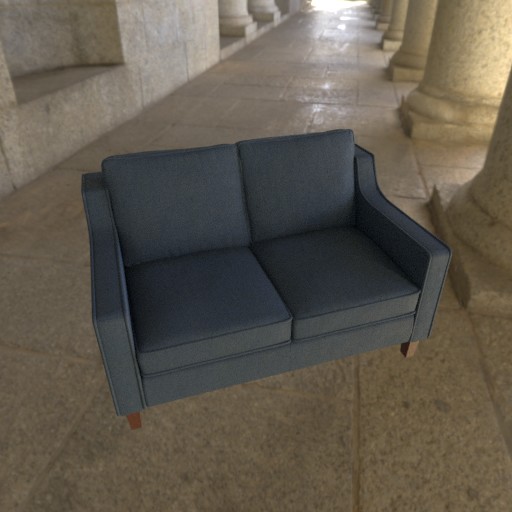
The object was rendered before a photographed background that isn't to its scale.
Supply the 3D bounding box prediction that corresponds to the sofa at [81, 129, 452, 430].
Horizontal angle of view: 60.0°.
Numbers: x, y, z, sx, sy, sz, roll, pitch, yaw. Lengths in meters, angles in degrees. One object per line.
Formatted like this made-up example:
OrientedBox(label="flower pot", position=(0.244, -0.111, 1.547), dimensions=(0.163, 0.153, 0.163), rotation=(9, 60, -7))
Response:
OrientedBox(label="sofa", position=(0.000, 0.000, 2.186), dimensions=(1.501, 0.971, 0.987), rotation=(-10, 34, -15))
